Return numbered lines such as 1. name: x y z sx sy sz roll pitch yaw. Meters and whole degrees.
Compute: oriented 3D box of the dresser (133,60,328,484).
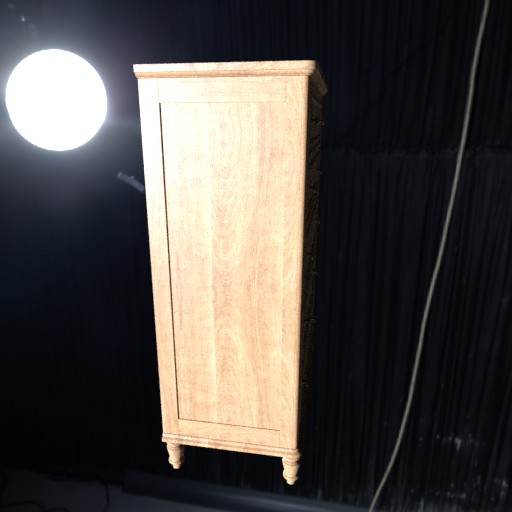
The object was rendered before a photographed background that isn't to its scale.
1. dresser: 0.000 0.000 1.774 0.484 1.318 0.973 3 17 10
